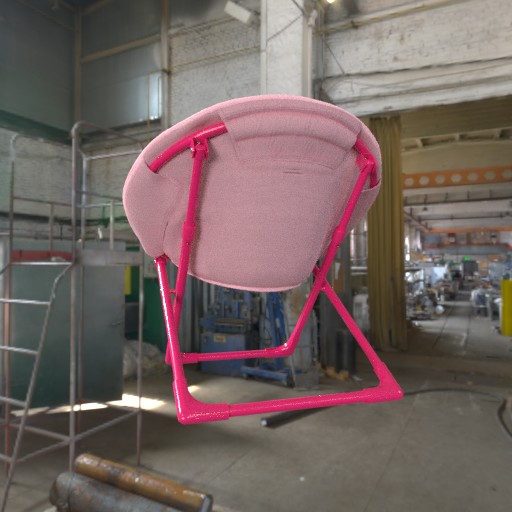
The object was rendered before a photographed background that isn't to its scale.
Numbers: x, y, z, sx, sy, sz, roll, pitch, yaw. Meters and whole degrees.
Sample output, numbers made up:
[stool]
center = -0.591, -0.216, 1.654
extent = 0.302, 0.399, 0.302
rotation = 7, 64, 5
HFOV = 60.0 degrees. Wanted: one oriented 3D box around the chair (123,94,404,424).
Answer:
[chair]
center = 0.000, 0.000, 0.903
extent = 0.522, 0.494, 0.459
rotation = 0, -1, -19
